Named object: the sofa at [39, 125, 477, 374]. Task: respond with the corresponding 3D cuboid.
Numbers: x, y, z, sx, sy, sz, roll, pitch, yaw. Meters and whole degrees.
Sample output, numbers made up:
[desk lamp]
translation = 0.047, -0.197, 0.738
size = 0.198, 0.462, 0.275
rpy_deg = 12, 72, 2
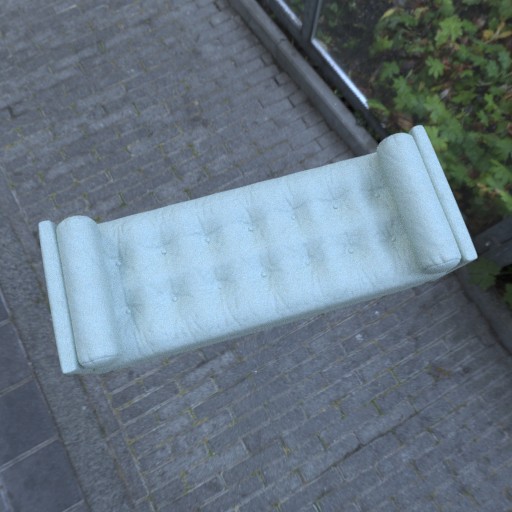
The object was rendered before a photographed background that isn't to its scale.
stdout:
[sofa]
translation = 0.000, 0.000, 2.495
size = 2.102, 0.705, 0.796
rpy_deg = -15, 76, -4
